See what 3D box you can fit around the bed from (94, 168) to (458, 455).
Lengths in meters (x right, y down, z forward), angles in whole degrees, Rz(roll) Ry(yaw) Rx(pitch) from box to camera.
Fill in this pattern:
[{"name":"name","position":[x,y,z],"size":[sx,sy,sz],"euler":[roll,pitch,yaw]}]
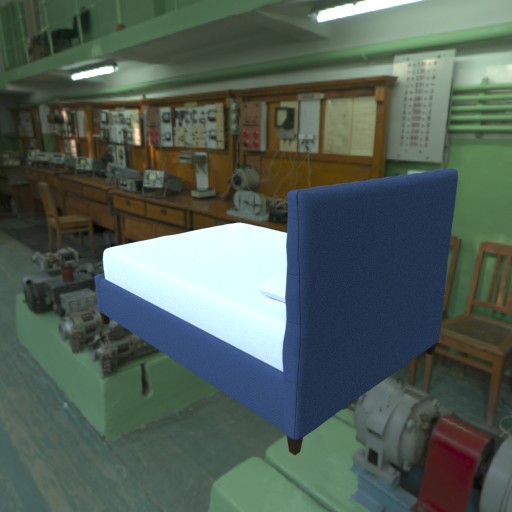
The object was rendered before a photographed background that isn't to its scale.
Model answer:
[{"name":"bed","position":[0.000,0.000,3.547],"size":[1.706,1.427,2.387],"euler":[-15,22,-41]}]
